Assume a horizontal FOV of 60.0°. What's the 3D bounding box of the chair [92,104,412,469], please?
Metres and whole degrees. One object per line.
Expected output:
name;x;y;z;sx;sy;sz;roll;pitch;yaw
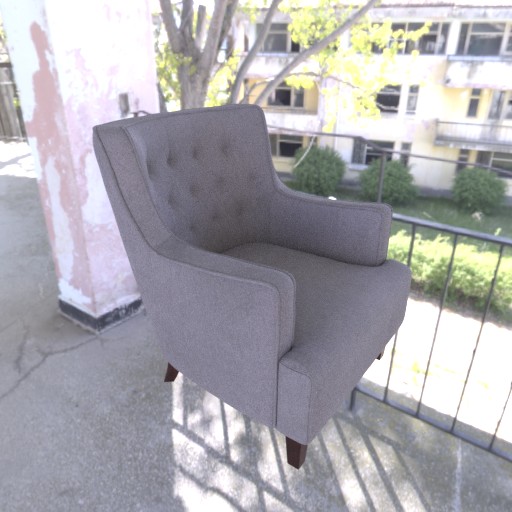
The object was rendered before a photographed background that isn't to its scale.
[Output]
chair;0.000;0.000;1.553;0.910;0.919;0.781;18;31;32
